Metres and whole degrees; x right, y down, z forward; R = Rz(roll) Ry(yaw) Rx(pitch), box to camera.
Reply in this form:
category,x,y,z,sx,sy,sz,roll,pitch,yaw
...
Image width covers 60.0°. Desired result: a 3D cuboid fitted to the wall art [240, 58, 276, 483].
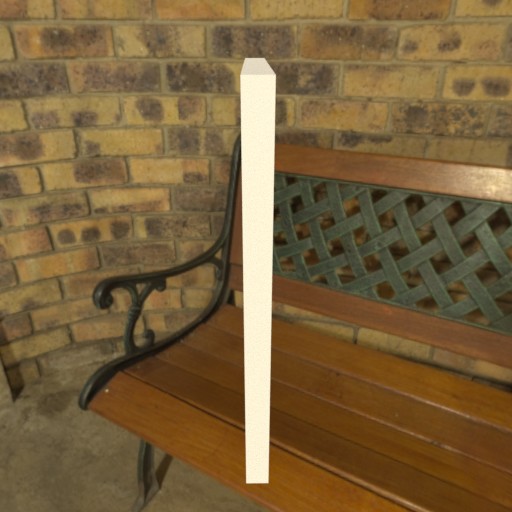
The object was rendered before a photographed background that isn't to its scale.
category,x,y,z,sx,sy,sz,roll,pitch,yaw
wall art,0.000,0.000,0.826,0.038,0.657,0.450,0,26,-1
